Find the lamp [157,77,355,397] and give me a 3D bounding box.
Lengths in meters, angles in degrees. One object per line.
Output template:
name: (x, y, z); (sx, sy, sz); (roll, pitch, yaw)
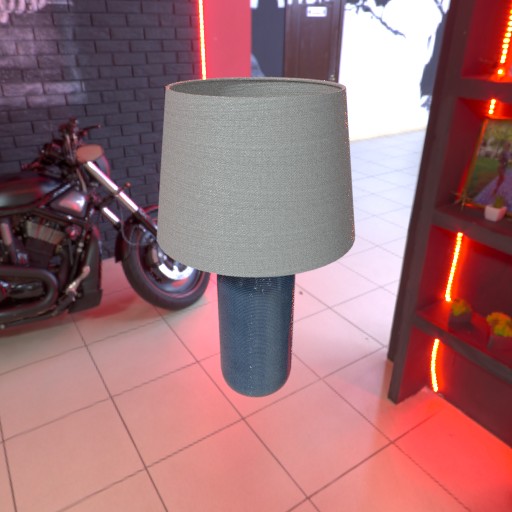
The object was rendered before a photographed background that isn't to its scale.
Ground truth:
lamp: (0.000, 0.000, 0.593); (0.253, 0.428, 0.253); (0, 27, 0)
